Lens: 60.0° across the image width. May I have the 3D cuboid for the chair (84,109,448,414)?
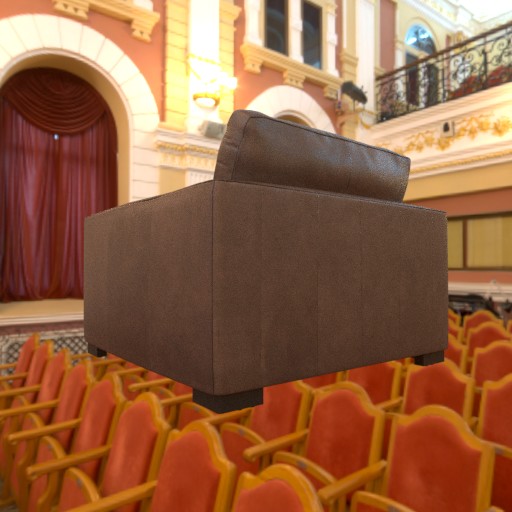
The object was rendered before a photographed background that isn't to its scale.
[{"bbox_3d":[0.000,0.000,1.784,1.100,0.812,1.069,1,-2,-37],"label":"chair"}]
